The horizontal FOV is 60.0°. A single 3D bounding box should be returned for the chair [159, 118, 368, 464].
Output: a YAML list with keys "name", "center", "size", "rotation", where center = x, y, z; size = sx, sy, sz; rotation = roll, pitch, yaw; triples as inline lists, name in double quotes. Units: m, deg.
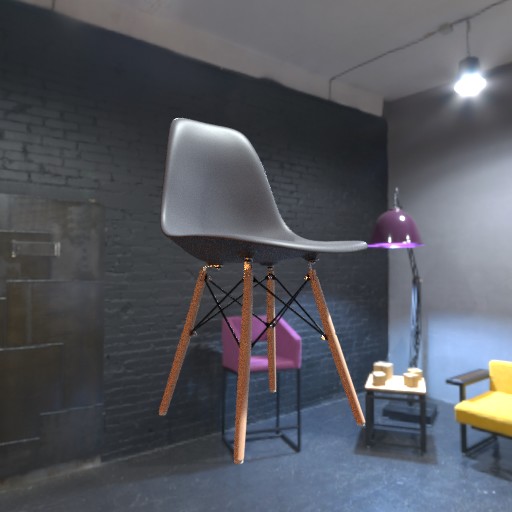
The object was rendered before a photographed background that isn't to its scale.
- name: "chair"
  center: [0.000, 0.000, 1.140]
  size: [0.470, 0.826, 0.533]
  rotation: [1, -2, -36]
